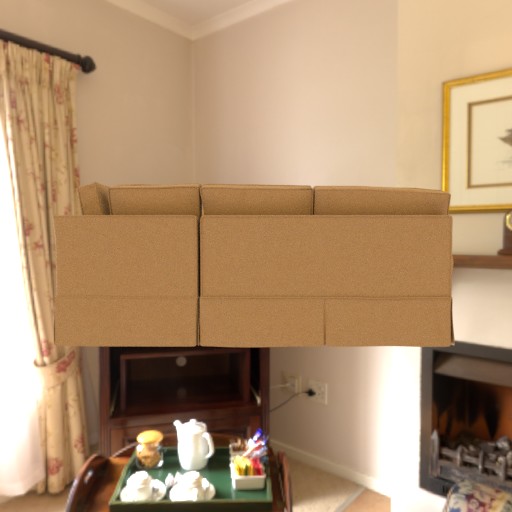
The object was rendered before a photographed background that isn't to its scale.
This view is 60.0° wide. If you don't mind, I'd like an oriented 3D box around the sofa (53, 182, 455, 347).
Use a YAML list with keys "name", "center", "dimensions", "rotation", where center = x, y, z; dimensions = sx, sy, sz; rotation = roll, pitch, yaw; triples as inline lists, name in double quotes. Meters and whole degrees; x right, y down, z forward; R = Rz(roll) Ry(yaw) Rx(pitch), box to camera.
- name: "sofa"
  center: [0.000, 0.000, 4.302]
  dimensions: [2.730, 1.124, 2.733]
  rotation: [0, 2, 0]
